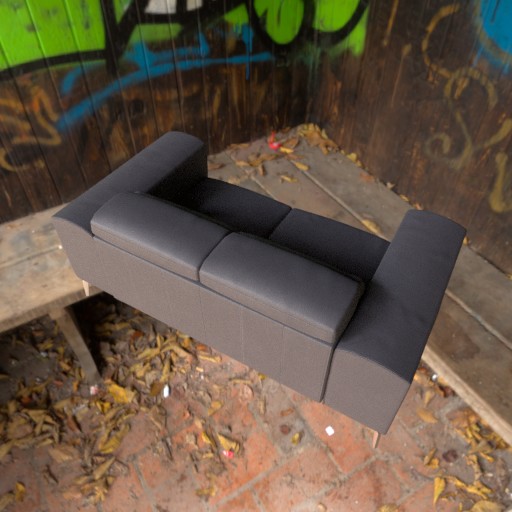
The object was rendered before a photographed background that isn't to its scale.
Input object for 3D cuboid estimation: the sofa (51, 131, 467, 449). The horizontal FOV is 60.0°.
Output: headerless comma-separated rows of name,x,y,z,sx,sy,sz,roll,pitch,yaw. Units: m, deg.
sofa,0.000,0.000,2.397,1.895,0.779,1.003,22,50,20
